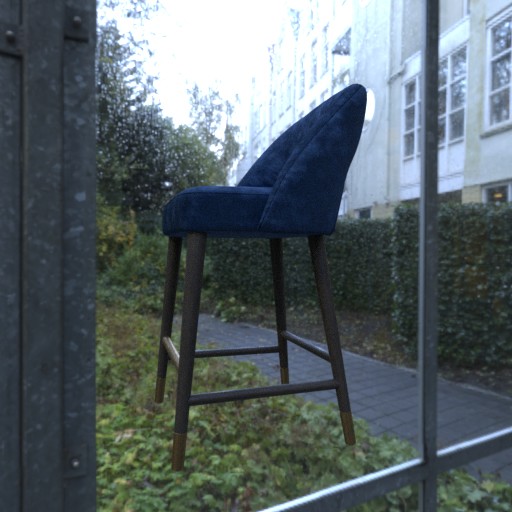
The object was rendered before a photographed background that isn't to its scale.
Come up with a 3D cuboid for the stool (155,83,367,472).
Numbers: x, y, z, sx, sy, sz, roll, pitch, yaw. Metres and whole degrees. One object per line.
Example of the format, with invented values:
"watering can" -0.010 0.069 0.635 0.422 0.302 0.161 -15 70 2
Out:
"stool" 0.000 0.000 1.243 0.524 0.925 0.536 0 1 -17
